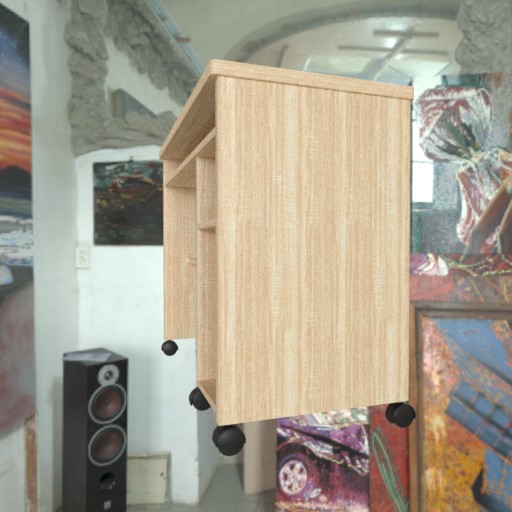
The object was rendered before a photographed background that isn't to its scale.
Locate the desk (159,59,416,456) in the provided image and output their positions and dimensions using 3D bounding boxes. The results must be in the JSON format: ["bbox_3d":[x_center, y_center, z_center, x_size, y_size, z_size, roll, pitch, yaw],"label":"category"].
[{"bbox_3d":[0.000,0.000,1.344,0.480,0.770,0.884,0,1,-19],"label":"desk"}]
